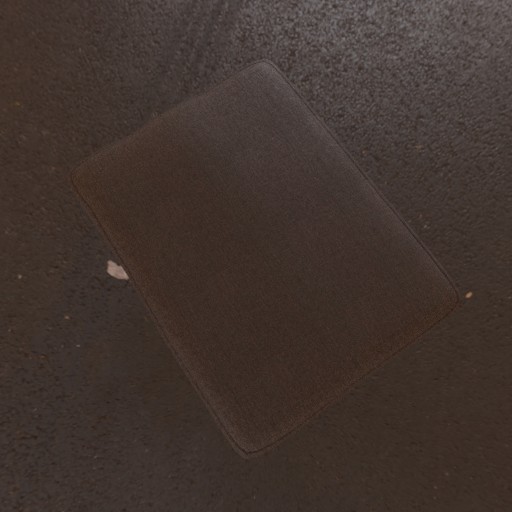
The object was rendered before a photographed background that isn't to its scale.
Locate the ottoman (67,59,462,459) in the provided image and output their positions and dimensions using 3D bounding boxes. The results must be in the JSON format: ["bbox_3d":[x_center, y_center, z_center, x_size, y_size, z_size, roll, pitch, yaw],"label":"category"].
[{"bbox_3d":[0.000,0.000,1.230,0.639,0.496,0.826,-33,77,-9],"label":"ottoman"}]
